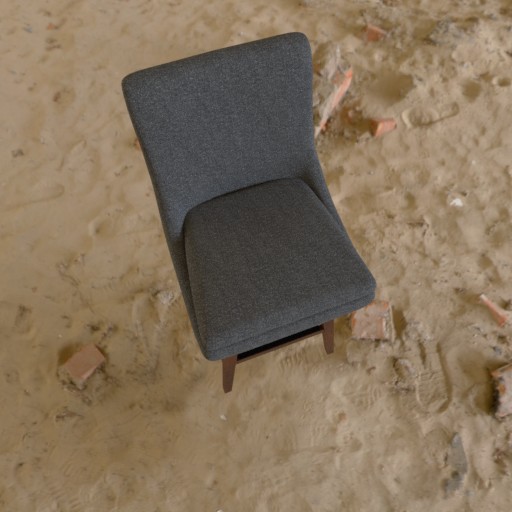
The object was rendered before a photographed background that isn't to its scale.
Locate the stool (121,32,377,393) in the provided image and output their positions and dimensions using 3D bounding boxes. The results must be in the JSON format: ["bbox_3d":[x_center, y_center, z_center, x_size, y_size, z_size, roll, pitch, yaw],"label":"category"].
[{"bbox_3d":[0.000,0.000,1.357,0.489,1.068,0.572,-18,65,-9],"label":"stool"}]
